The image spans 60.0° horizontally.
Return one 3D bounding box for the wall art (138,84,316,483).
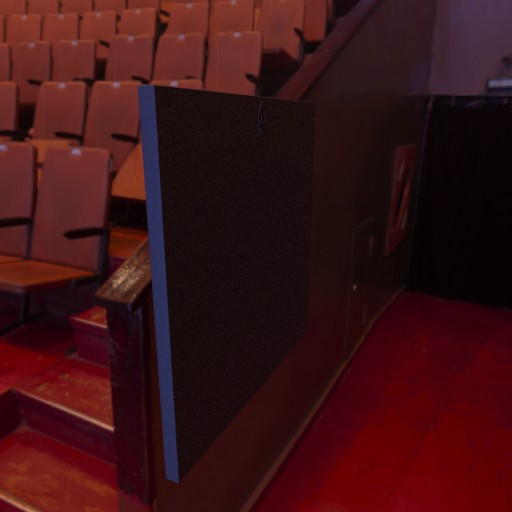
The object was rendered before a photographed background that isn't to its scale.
[{"bbox_3d":[0.000,0.000,1.191,0.043,0.807,0.805,8,19,25],"label":"wall art"}]
